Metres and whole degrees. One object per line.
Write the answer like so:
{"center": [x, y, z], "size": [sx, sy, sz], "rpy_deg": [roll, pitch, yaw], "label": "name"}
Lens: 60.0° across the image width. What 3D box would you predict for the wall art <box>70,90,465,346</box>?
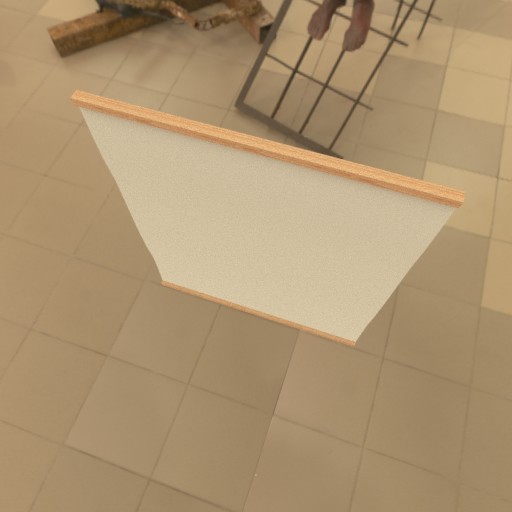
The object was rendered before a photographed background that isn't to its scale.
{"center": [0.000, 0.000, 0.665], "size": [0.406, 0.508, 0.013], "rpy_deg": [17, 65, 8], "label": "wall art"}
